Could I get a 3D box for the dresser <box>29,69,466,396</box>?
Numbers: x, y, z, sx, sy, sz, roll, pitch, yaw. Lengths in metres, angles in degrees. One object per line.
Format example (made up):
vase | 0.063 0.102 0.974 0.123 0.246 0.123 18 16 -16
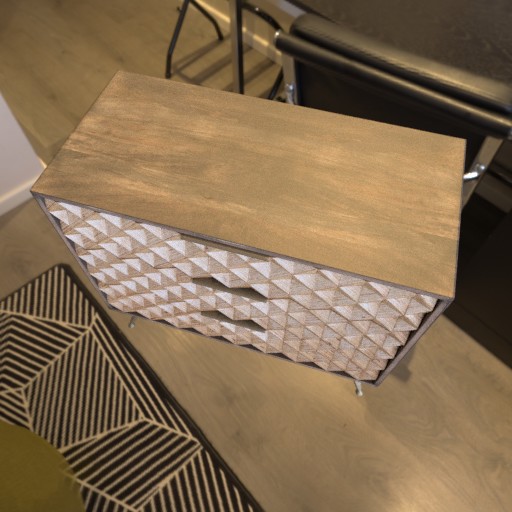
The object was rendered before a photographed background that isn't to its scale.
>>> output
dresser | 0.000 0.000 1.366 0.923 0.801 0.453 14 60 9
